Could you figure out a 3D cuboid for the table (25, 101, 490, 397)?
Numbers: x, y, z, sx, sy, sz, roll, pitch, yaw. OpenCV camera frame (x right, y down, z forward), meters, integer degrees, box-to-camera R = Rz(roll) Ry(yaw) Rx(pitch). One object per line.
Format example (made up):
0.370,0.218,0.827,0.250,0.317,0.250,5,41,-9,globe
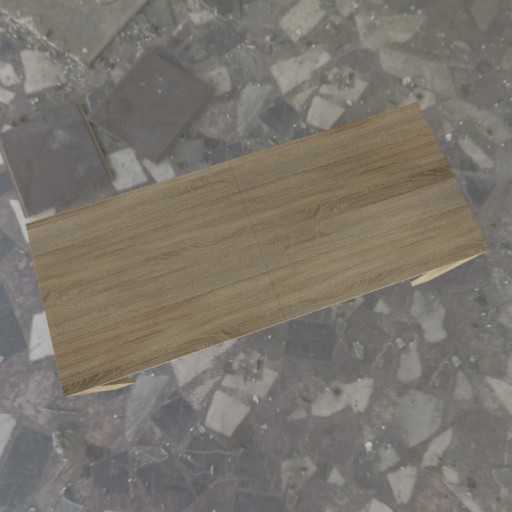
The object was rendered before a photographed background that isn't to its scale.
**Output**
0.000,0.000,2.643,2.200,0.790,0.900,-18,76,-5,table
